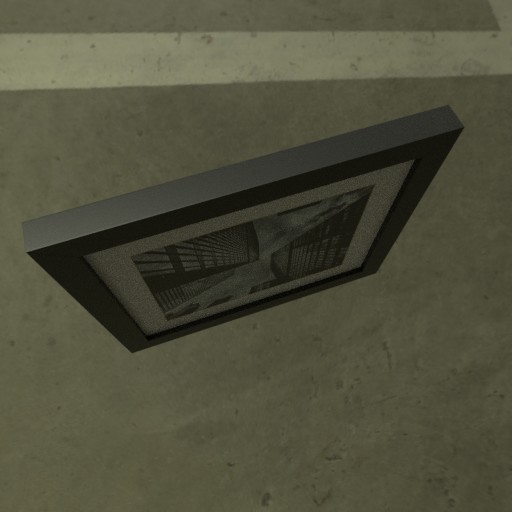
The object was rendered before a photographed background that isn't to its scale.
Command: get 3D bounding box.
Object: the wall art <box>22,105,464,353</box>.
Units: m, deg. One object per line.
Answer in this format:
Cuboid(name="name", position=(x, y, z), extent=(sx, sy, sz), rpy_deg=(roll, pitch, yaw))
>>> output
Cuboid(name="wall art", position=(0.000, 0.000, 0.515), extent=(0.381, 0.321, 0.028), rpy_deg=(-17, 65, -8))
